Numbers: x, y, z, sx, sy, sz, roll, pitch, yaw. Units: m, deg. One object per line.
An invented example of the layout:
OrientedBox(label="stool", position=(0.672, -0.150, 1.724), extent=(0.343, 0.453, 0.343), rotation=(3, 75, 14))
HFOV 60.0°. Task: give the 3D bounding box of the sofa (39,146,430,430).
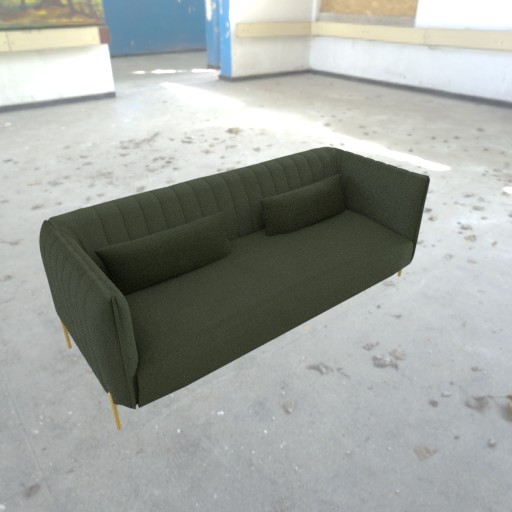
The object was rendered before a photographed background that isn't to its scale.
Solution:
OrientedBox(label="sofa", position=(0.000, 0.000, 2.611), extent=(2.137, 0.793, 0.896), rotation=(-22, 37, -32))
